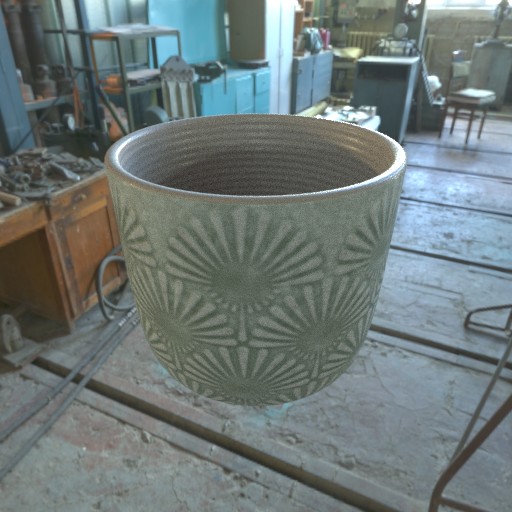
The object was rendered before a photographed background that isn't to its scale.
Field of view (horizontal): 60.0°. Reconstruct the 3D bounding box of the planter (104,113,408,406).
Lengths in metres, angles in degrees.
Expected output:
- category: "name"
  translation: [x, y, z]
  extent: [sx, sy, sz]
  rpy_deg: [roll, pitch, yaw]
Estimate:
- category: "planter"
  translation: [0.000, 0.000, 0.215]
  extent: [0.124, 0.109, 0.124]
  rpy_deg: [0, 30, 0]
